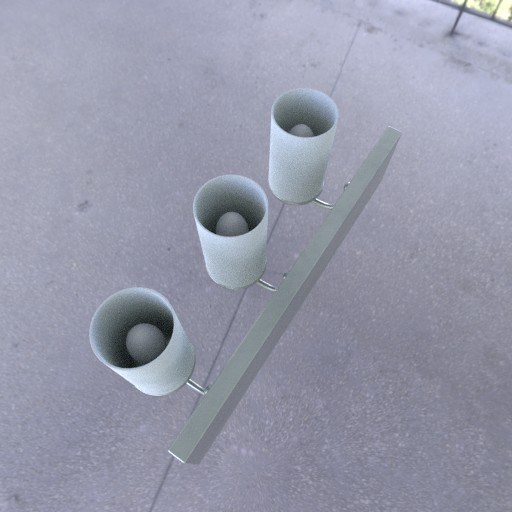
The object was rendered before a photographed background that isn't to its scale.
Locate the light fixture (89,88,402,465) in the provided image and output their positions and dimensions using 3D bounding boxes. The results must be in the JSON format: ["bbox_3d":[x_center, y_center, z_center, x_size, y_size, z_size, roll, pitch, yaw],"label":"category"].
[{"bbox_3d":[0.000,0.000,0.535,0.145,0.172,0.451,30,68,14],"label":"light fixture"}]
